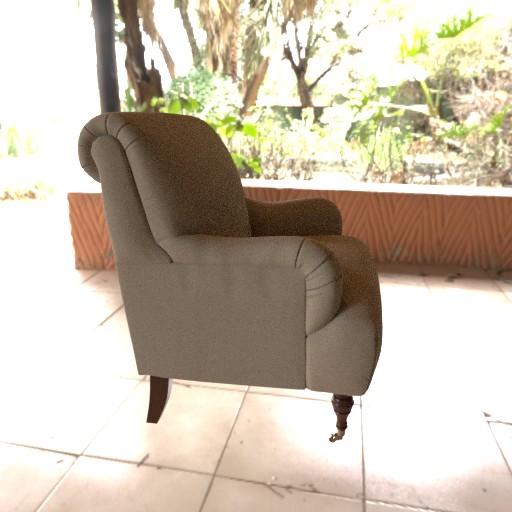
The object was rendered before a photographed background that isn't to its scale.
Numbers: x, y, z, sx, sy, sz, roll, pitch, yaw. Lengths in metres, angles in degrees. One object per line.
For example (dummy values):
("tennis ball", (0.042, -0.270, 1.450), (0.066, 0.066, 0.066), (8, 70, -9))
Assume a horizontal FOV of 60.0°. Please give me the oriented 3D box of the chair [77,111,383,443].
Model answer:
("chair", (0.000, 0.000, 1.523), (0.842, 0.942, 0.766), (3, 17, 10))
